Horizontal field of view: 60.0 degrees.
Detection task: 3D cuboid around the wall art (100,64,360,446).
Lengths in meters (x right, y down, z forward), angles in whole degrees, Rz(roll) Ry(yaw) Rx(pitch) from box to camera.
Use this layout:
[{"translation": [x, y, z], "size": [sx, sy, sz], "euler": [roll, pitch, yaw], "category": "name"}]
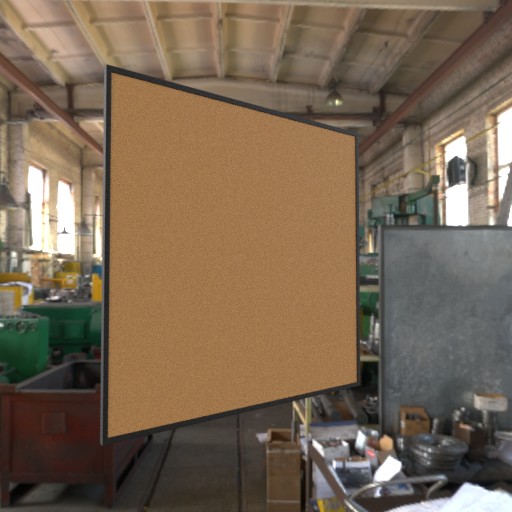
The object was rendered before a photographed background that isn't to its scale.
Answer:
[{"translation": [0.000, 0.000, 0.972], "size": [0.664, 0.663, 0.015], "euler": [1, -2, -36], "category": "wall art"}]
